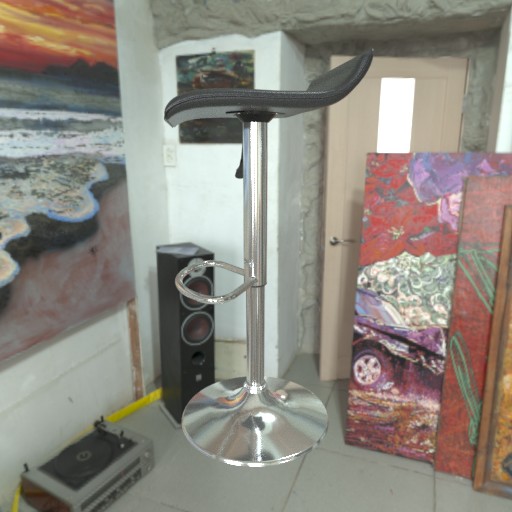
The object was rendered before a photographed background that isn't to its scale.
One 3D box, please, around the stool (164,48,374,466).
[{"bbox_3d":[0.000,0.000,1.046,0.381,0.851,0.381,-2,14,-8],"label":"stool"}]
